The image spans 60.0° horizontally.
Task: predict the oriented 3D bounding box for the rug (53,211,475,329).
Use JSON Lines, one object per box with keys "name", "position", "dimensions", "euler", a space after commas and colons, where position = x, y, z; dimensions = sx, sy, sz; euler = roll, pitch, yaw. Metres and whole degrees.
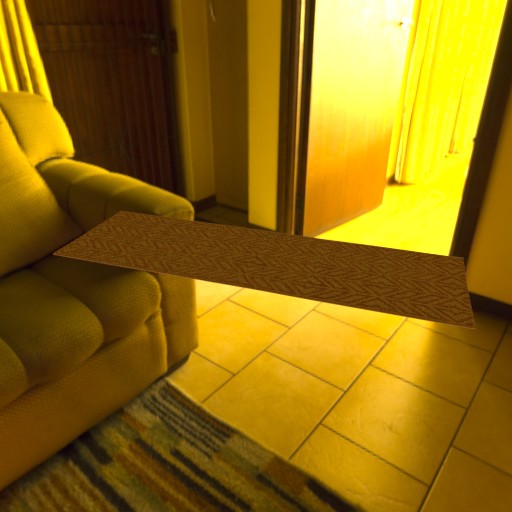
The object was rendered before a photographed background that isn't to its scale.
{"name": "rug", "position": [0.000, 0.000, 2.750], "dimensions": [2.435, 0.009, 0.750], "euler": [9, 29, 16]}
